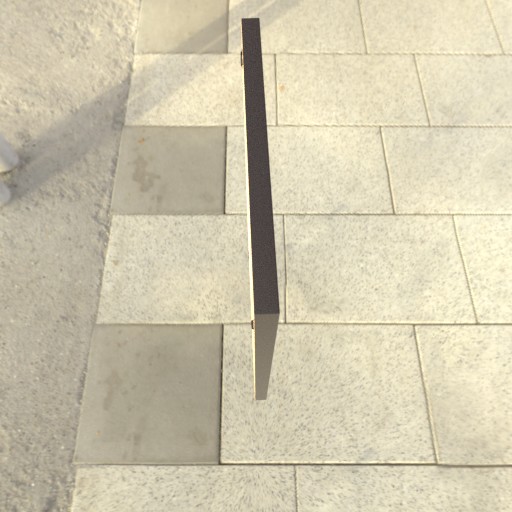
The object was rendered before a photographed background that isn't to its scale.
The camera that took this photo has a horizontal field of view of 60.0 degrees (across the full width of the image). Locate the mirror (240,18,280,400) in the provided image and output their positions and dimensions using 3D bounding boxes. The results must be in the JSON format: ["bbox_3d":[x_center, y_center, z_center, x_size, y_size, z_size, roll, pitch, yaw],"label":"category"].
[{"bbox_3d":[0.000,0.000,1.159,0.041,0.915,0.609,-2,65,-1],"label":"mirror"}]
